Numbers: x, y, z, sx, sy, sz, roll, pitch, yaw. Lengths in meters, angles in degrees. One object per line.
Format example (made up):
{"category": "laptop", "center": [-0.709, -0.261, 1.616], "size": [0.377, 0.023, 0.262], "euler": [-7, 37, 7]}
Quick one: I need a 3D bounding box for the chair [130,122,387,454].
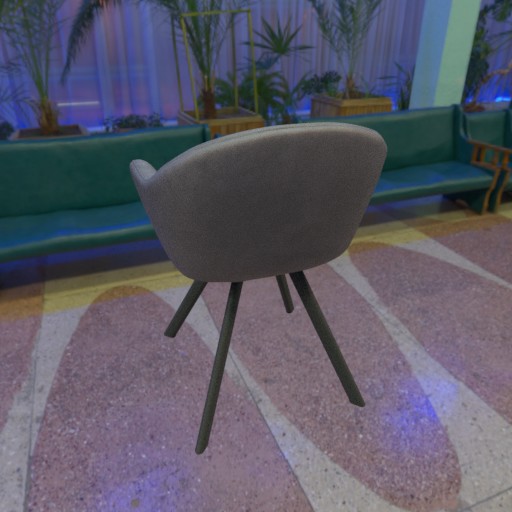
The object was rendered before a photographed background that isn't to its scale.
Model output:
{"category": "chair", "center": [0.000, 0.000, 1.177], "size": [0.567, 0.781, 0.544], "euler": [-9, 29, -17]}
